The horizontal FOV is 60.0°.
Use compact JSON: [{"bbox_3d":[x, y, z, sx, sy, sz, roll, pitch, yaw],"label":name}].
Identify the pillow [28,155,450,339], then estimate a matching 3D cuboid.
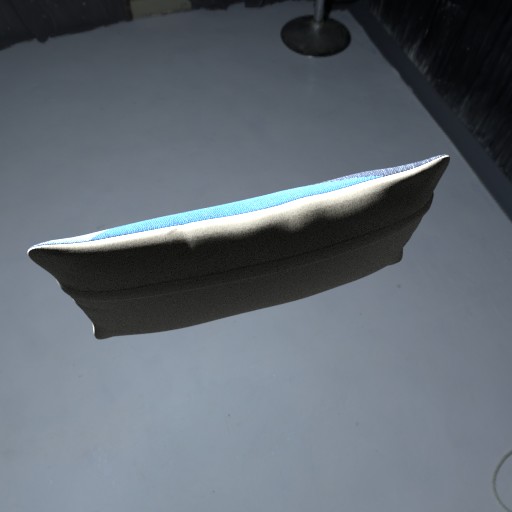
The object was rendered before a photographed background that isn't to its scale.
[{"bbox_3d":[0.000,0.000,0.725,0.604,0.307,0.148,-14,60,-8],"label":"pillow"}]
